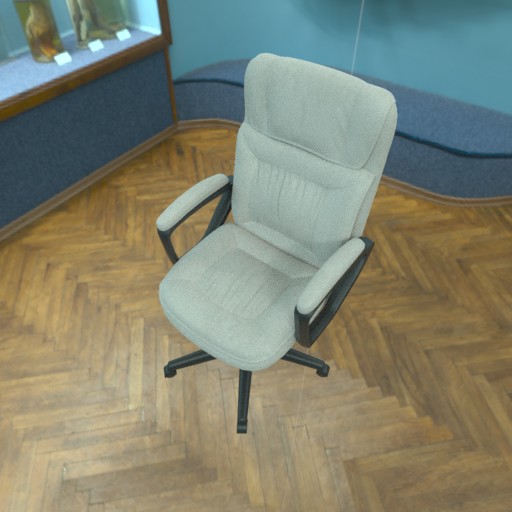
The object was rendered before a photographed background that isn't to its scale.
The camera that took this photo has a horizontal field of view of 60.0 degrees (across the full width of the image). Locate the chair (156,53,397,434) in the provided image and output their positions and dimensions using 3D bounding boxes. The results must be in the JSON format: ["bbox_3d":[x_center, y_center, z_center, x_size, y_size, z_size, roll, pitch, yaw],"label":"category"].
[{"bbox_3d":[0.000,0.000,1.531,0.667,1.105,0.724,29,53,25],"label":"chair"}]
